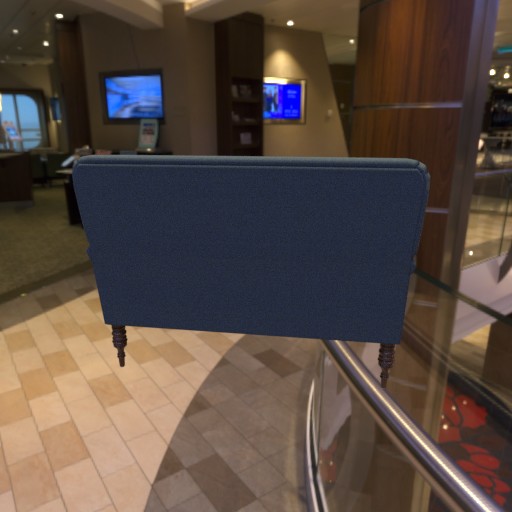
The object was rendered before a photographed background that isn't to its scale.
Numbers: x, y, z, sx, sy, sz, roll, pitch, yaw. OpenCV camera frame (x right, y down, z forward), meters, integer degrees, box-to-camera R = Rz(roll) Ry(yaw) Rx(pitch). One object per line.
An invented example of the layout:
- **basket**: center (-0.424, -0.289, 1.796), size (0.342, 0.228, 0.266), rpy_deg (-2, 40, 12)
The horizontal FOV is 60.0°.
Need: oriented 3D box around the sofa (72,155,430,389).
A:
- **sofa**: center (0.000, 0.000, 1.908), size (1.297, 0.889, 0.779), rpy_deg (2, 17, 8)
